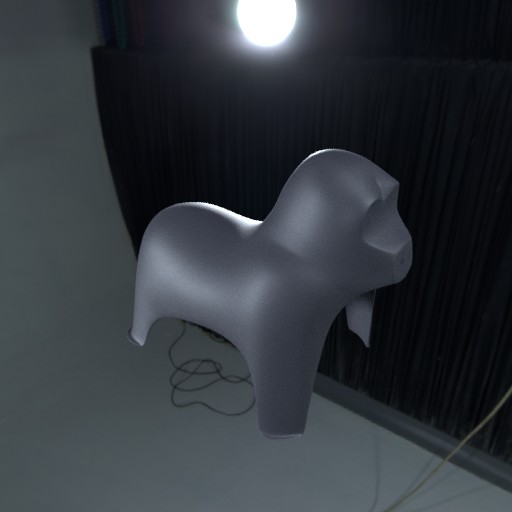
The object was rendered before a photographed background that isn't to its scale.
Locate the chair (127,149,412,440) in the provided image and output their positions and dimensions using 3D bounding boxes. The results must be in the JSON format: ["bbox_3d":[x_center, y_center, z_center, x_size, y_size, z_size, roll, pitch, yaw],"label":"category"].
[{"bbox_3d":[0.000,0.000,1.145,0.758,0.600,0.490,18,32,31],"label":"chair"}]
